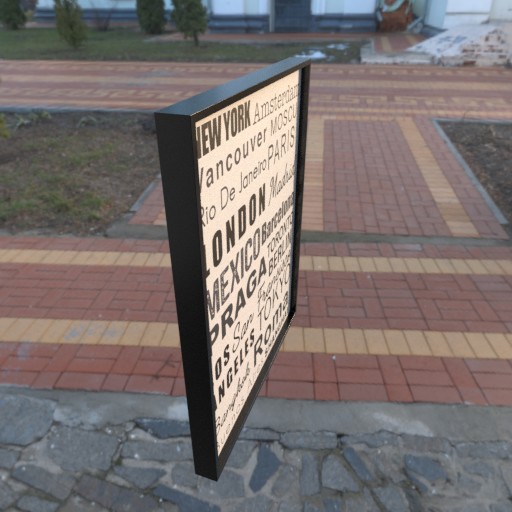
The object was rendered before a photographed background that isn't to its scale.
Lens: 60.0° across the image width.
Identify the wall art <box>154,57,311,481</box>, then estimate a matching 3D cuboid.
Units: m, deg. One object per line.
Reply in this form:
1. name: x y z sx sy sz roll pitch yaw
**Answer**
1. wall art: 0.000 0.000 0.728 0.038 0.551 0.448 11 32 17
